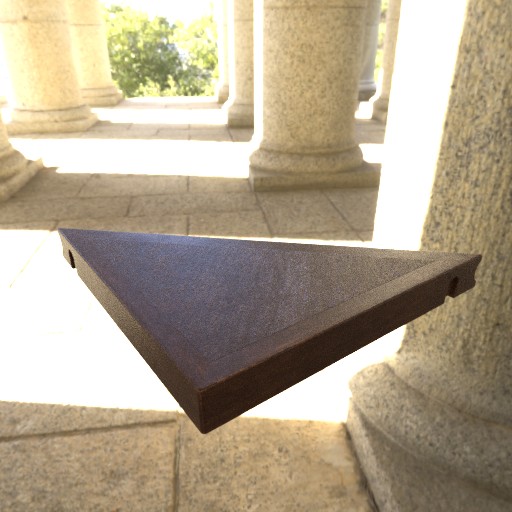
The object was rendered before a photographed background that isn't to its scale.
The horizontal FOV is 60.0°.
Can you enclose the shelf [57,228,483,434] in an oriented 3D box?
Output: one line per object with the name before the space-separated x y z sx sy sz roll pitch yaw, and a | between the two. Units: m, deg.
shelf | 0.000 0.000 0.440 0.296 0.035 0.296 -18 32 -32
